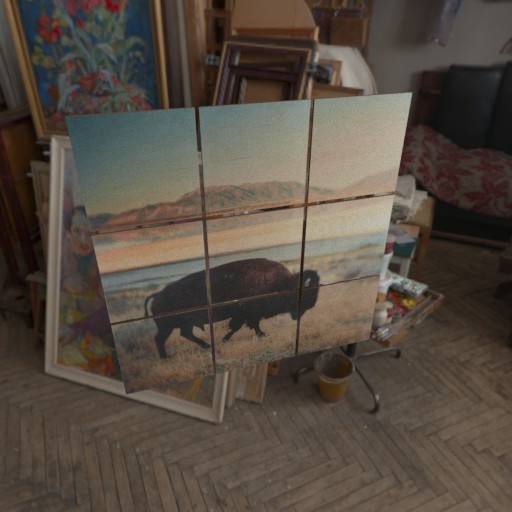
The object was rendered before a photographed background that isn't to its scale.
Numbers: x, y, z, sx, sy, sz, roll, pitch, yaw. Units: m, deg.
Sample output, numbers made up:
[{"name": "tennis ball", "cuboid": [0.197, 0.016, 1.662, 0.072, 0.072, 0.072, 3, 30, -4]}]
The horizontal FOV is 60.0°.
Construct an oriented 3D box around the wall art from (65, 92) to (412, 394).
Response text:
[{"name": "wall art", "cuboid": [0.000, 0.000, 2.293, 1.533, 1.532, 0.019, -9, 32, -15]}]
